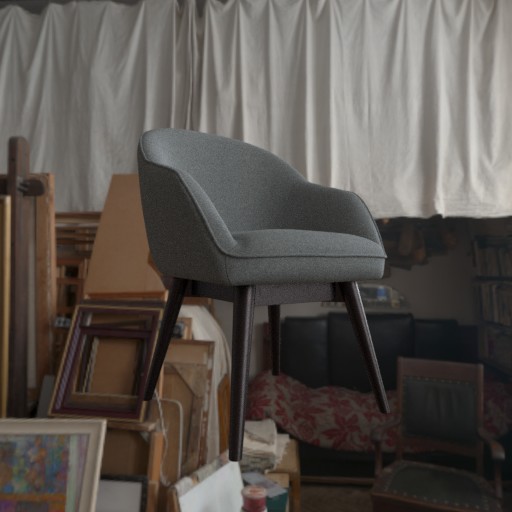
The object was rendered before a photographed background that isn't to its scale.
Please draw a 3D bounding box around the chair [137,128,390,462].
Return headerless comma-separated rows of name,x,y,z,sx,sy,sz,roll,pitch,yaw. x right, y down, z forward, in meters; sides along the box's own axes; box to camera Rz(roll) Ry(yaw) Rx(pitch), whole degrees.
chair,0.000,0.000,1.220,0.589,0.810,0.611,0,-1,-36
